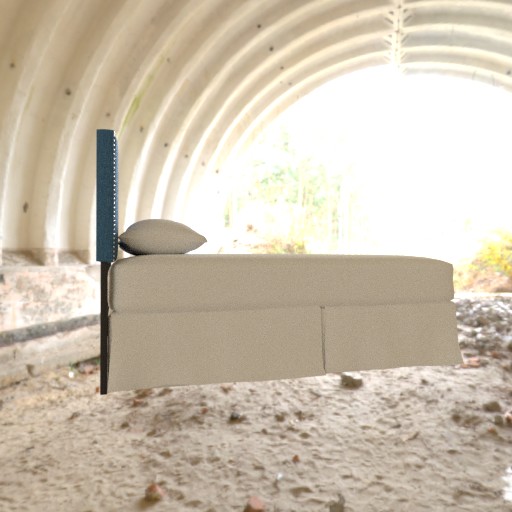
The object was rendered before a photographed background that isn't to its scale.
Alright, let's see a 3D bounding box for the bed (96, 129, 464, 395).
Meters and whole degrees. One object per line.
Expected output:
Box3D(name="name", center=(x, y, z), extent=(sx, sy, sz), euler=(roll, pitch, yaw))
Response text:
Box3D(name="bed", center=(0.000, 0.000, 2.846), extent=(1.872, 1.169, 1.610), euler=(0, -1, -18))
